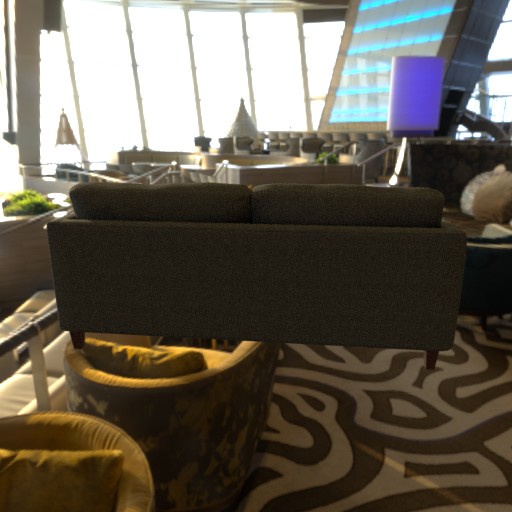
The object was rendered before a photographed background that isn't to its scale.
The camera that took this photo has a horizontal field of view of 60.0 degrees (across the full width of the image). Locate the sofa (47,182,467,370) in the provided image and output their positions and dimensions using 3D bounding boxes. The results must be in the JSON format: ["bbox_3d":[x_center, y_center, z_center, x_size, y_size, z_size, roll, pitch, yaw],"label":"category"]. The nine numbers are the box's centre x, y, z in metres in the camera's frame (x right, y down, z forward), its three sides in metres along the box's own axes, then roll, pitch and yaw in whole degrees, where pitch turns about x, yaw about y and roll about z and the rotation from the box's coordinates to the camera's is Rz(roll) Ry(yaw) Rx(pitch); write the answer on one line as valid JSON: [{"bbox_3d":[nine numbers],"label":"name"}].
[{"bbox_3d":[0.000,0.000,2.777,2.208,0.965,0.948,2,16,6],"label":"sofa"}]
